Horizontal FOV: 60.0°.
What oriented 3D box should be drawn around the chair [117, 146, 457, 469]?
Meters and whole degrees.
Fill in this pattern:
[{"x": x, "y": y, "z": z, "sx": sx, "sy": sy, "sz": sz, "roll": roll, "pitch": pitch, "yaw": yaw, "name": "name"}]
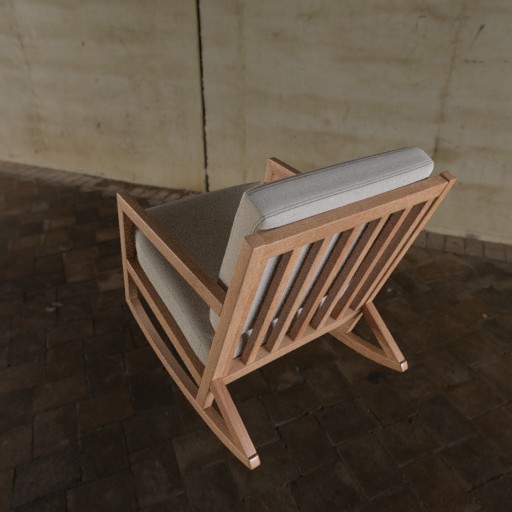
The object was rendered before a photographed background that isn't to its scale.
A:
[{"x": 0.000, "y": 0.000, "z": 1.413, "sx": 0.622, "sy": 0.790, "sz": 0.857, "roll": -20, "pitch": 36, "yaw": -30, "name": "chair"}]
